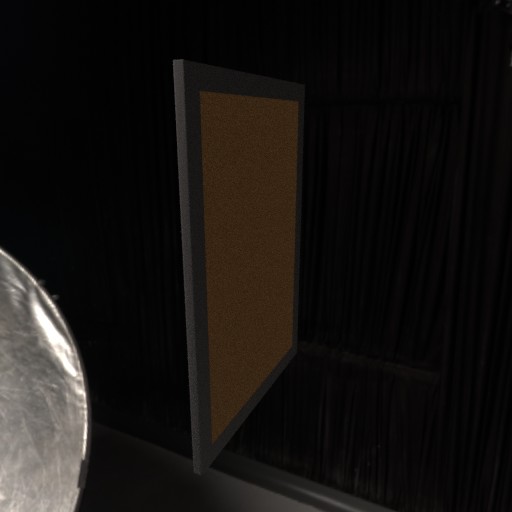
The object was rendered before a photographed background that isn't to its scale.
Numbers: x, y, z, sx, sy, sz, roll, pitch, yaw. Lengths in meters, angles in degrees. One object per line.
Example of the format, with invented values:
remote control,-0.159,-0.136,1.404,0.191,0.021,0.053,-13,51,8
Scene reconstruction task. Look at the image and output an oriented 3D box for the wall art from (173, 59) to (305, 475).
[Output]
wall art,0.000,0.000,0.705,0.013,0.534,0.380,8,19,24
